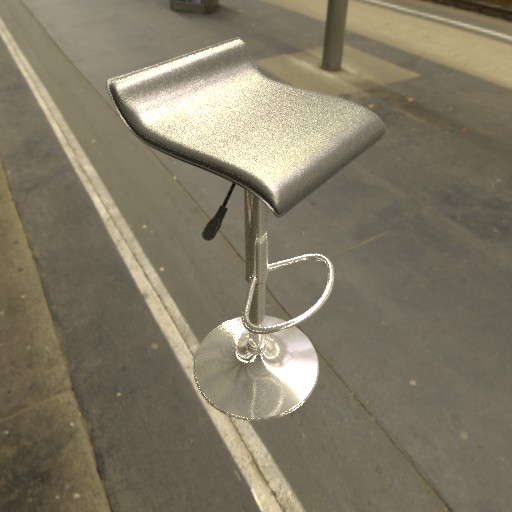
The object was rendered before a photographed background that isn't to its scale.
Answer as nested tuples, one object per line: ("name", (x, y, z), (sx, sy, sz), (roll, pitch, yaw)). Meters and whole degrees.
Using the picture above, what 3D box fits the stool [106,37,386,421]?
("stool", (0.000, 0.000, 1.068), (0.381, 0.851, 0.381), (27, 48, 28))
